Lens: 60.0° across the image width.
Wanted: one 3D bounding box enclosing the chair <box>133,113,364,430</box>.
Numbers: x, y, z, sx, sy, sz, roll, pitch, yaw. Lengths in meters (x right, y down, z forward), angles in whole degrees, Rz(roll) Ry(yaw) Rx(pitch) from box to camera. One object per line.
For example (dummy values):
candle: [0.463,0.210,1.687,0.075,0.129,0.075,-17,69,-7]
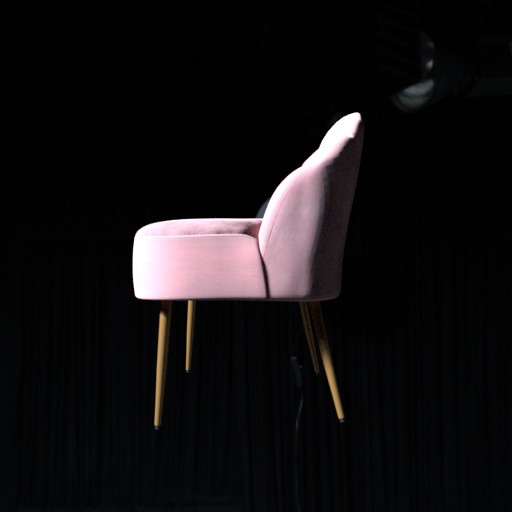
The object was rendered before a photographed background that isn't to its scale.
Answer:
chair: [0.000,0.000,1.301,0.599,0.819,0.657,0,1,0]
